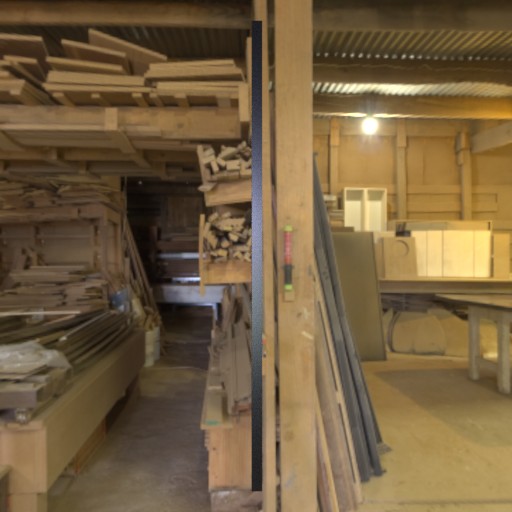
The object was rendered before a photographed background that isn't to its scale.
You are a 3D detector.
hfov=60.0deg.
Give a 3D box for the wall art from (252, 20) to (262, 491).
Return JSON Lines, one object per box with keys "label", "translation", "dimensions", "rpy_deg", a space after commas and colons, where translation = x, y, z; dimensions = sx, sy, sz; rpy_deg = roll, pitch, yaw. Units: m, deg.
{"label": "wall art", "translation": [0.000, 0.000, 0.769], "dimensions": [0.013, 0.582, 0.442], "rpy_deg": [0, 0, 0]}
